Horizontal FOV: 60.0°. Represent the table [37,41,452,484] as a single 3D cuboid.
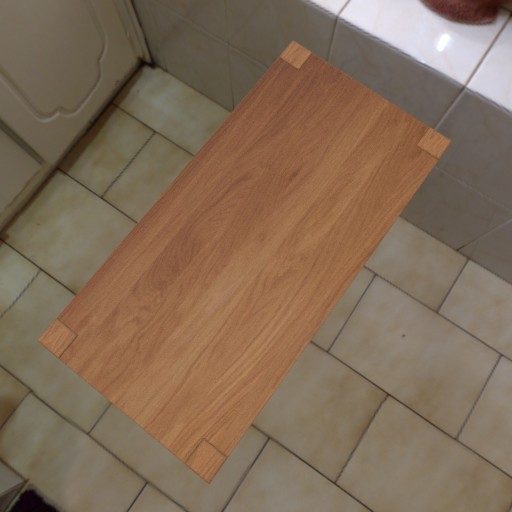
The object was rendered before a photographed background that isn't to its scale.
[{"bbox_3d":[0.000,0.000,2.295,0.900,0.760,1.800,36,79,8],"label":"table"}]
